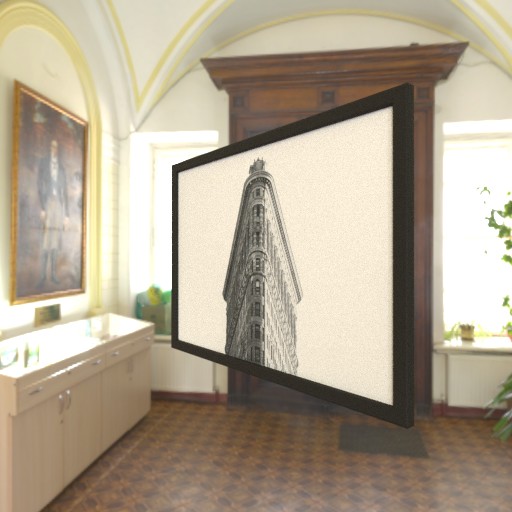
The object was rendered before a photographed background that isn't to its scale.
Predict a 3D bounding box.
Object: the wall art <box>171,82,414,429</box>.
[{"bbox_3d":[0.000,0.000,1.230,0.049,0.659,0.964,0,0,-37],"label":"wall art"}]
